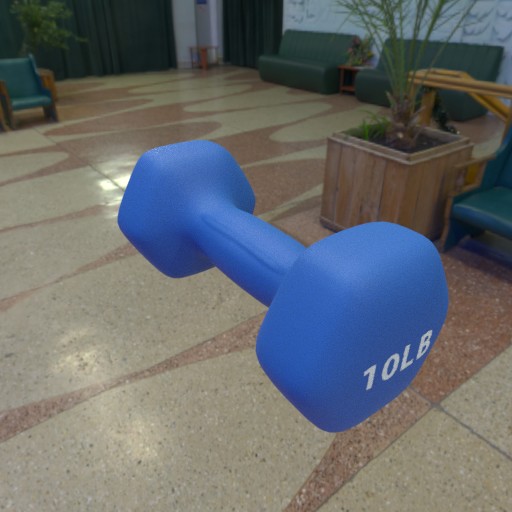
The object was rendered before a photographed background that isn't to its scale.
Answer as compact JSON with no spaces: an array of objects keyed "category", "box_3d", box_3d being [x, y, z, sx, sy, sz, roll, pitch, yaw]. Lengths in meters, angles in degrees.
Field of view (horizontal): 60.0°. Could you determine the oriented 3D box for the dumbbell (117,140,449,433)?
[{"category":"dumbbell","box_3d":[0.000,0.000,0.263,0.103,0.093,0.212,-20,36,-30]}]
